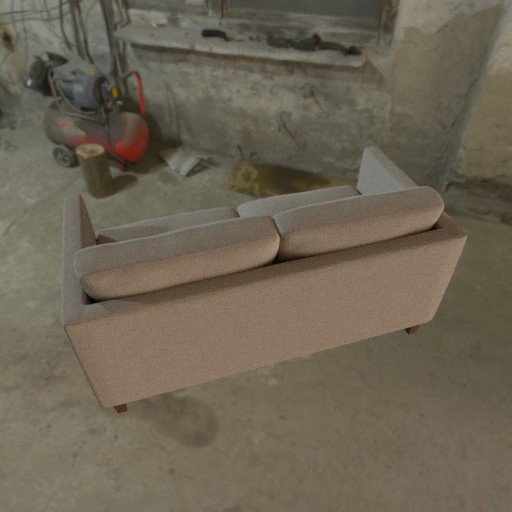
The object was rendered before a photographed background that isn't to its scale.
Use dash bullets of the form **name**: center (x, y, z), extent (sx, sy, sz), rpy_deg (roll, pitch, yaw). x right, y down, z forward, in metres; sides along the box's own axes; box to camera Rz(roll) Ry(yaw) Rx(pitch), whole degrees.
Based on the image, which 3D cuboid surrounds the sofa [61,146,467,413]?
- **sofa**: center (0.000, 0.000, 2.430), extent (1.884, 0.947, 0.951), rpy_deg (-12, 44, -13)
